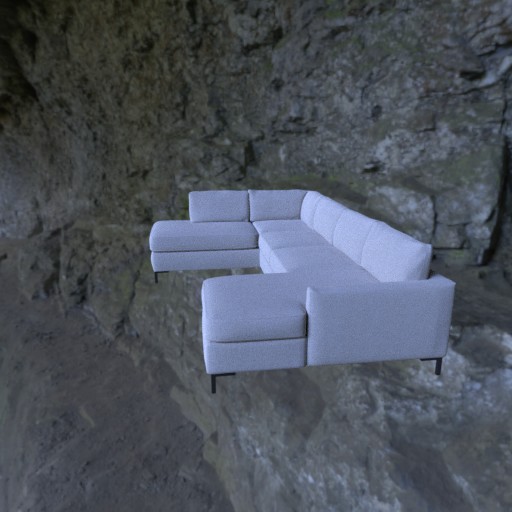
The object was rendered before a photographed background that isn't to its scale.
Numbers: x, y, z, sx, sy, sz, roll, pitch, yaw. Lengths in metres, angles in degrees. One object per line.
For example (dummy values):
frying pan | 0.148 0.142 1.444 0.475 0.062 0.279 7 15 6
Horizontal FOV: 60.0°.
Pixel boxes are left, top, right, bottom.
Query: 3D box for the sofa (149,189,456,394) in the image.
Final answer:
sofa | 0.000 0.000 3.927 1.989 0.862 2.984 -2 15 -8
